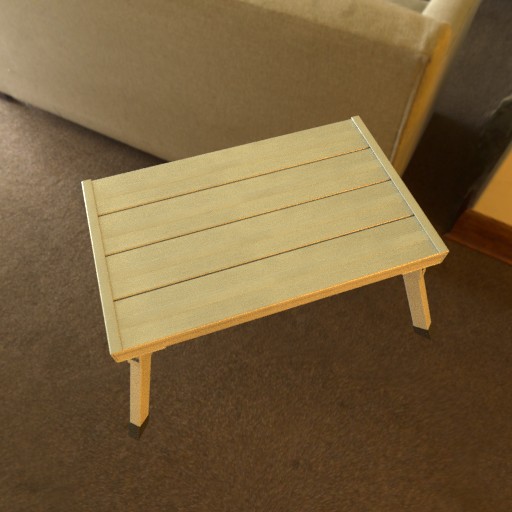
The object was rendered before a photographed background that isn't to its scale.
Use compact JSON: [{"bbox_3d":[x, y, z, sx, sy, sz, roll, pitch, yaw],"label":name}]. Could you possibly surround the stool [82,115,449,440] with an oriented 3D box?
[{"bbox_3d":[0.000,0.000,0.722,0.535,0.225,0.385,-16,60,-10],"label":"stool"}]
